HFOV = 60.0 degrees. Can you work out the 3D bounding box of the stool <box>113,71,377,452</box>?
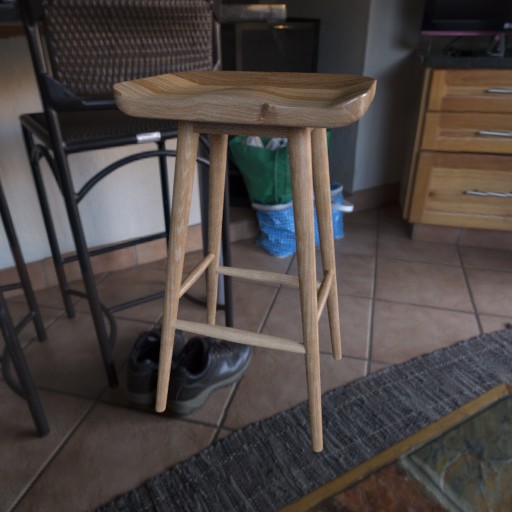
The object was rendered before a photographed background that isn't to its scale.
[{"bbox_3d":[0.000,0.000,0.939,0.407,0.698,0.322,8,28,15],"label":"stool"}]
